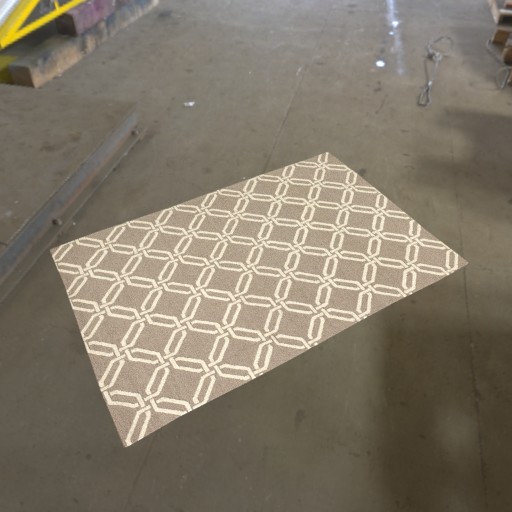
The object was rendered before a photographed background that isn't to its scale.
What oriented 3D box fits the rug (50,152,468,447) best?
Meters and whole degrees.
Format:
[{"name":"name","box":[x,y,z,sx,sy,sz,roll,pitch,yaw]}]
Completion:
[{"name":"rug","box":[0.000,0.000,2.187,1.748,0.010,1.142,-23,50,-21]}]
